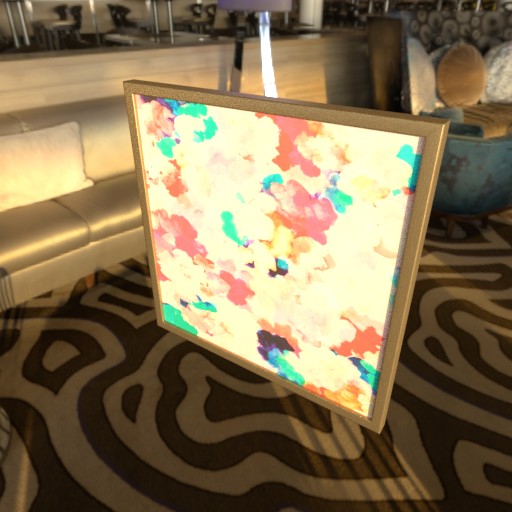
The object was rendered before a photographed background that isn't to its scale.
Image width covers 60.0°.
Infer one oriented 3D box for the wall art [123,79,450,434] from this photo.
[{"bbox_3d":[0.000,0.000,1.112,0.767,0.765,0.036,19,35,29],"label":"wall art"}]
